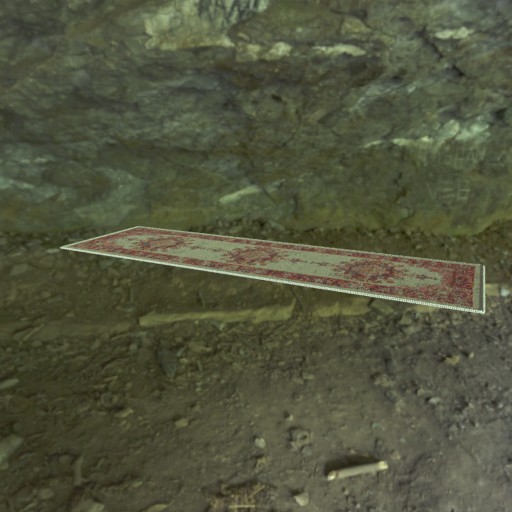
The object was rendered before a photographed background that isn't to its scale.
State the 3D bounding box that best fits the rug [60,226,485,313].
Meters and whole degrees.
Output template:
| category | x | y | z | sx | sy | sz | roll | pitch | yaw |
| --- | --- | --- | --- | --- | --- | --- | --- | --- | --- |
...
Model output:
| category | x | y | z | sx | sy | sz | roll | pitch | yaw |
| --- | --- | --- | --- | --- | --- | --- | --- | --- | --- |
| rug | 0.000 | 0.000 | 1.973 | 1.824 | 0.009 | 0.562 | 7 | 17 | 25 |
